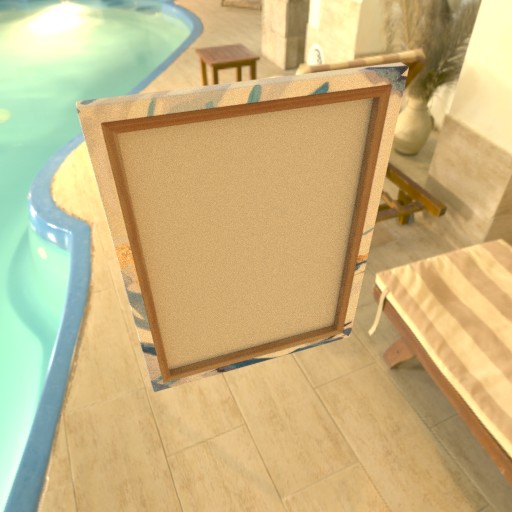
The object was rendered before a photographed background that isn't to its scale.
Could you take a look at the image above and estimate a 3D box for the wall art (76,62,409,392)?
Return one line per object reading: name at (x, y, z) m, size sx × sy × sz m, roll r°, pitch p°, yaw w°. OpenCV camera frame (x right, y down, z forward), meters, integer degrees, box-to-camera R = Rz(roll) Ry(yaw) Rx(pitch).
wall art at (0.000, 0.000, 1.311) m, size 0.761 × 1.015 × 0.038 m, roll -12°, pitch 42°, yaw -14°
